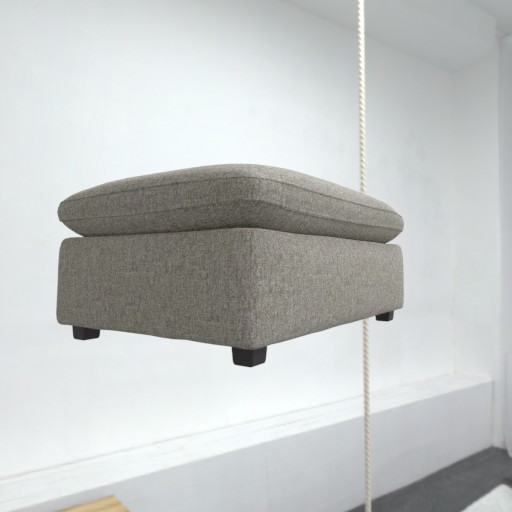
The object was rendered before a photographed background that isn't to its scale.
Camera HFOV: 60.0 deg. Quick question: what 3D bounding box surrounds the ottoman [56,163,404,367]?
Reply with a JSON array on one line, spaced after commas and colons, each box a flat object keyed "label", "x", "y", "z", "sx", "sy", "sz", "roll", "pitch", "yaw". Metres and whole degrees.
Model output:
[{"label": "ottoman", "x": 0.000, "y": 0.000, "z": 1.386, "sx": 0.694, "sy": 0.451, "sz": 0.977, "roll": -1, "pitch": -1, "yaw": 34}]
